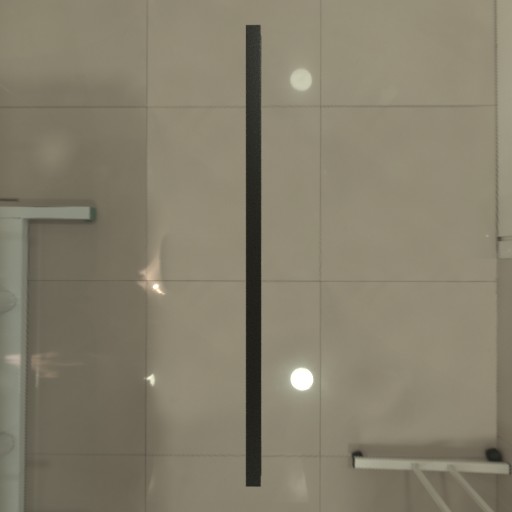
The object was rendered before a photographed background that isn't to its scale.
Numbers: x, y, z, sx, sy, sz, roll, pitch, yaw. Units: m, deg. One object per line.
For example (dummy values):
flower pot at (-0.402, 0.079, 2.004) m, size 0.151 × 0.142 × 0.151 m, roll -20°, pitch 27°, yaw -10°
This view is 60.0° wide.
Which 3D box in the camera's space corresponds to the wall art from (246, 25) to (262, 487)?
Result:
wall art at (0.000, 0.000, 0.855) m, size 0.022 × 0.446 × 0.659 m, roll 0°, pitch 90°, yaw 1°
